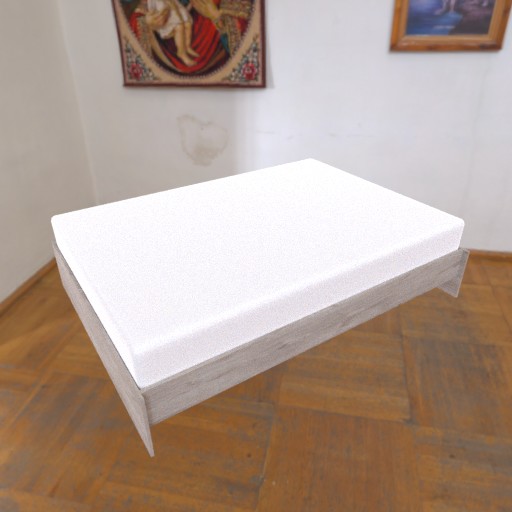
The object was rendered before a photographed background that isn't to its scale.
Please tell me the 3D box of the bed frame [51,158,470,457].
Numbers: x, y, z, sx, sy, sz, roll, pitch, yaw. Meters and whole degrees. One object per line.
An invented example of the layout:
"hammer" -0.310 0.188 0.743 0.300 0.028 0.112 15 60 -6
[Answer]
"bed frame" 0.000 0.000 2.597 1.945 0.497 1.445 -18 35 -29
